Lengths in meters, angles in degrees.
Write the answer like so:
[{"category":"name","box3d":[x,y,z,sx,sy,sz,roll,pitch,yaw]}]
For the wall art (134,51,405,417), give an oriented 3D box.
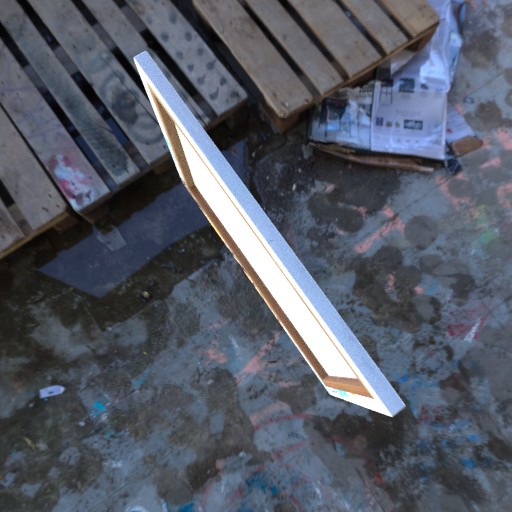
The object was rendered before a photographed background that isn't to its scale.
[{"category":"wall art","box3d":[0.000,0.000,1.359,0.038,0.762,1.016,-34,78,-8]}]
